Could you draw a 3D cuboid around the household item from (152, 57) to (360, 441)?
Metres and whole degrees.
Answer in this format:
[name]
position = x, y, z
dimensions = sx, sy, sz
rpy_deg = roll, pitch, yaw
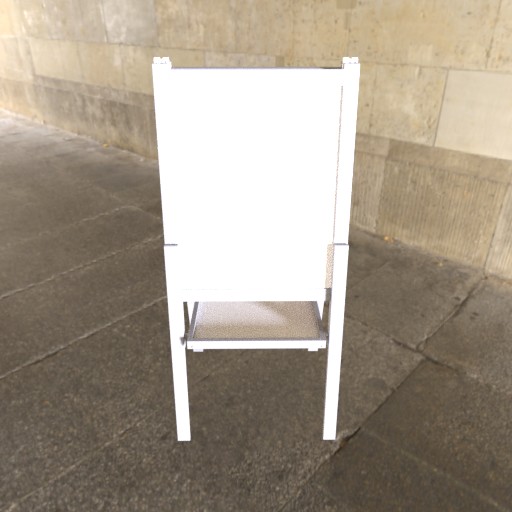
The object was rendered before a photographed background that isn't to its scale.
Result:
[household item]
position = 0.000, 0.000, 1.429
dimensions = 0.531, 1.172, 0.469
rpy_deg = 0, 28, 0
